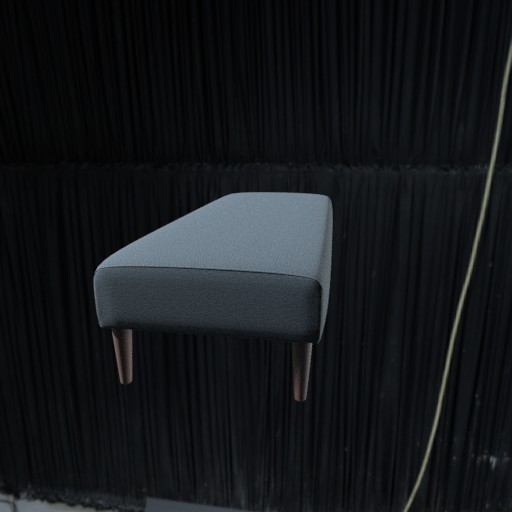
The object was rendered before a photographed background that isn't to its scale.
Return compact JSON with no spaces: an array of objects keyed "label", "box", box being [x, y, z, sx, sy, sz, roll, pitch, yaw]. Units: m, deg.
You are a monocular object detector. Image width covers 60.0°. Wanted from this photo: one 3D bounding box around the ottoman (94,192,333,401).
[{"label":"ottoman","box":[0.000,0.000,1.928,0.646,0.393,1.609,3,15,10]}]
